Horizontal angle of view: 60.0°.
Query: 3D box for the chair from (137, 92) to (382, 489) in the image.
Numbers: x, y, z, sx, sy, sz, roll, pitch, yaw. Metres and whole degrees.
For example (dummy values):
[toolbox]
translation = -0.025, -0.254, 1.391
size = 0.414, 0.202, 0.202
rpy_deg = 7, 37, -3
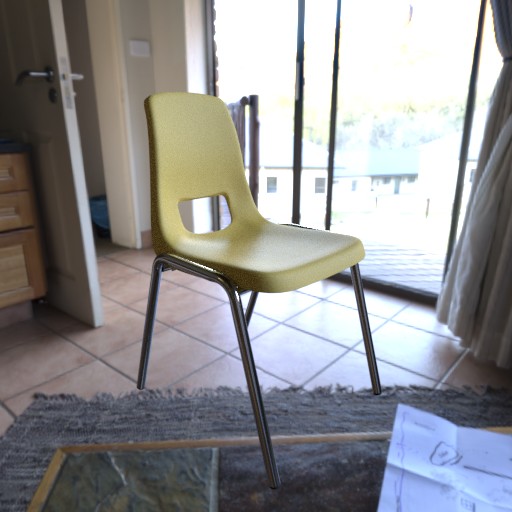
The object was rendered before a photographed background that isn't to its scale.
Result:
[chair]
translation = 0.000, 0.000, 0.917
size = 0.436, 0.653, 0.381
rpy_deg = 15, 23, 40
